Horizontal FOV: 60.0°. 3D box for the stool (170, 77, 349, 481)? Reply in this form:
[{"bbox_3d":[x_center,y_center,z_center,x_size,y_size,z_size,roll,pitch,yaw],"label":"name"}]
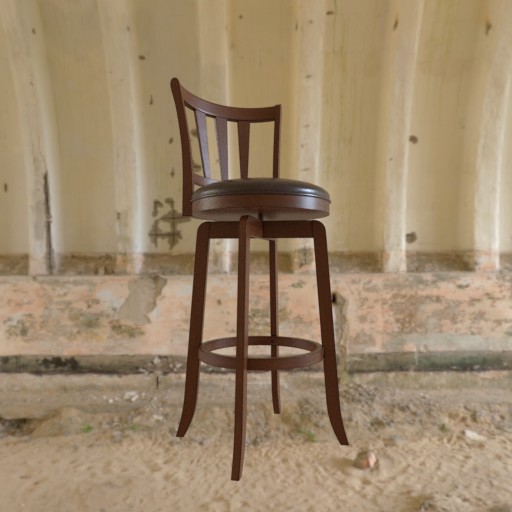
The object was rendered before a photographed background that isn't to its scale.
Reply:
[{"bbox_3d":[0.000,0.000,1.449,0.464,1.177,0.503,1,-1,-34],"label":"stool"}]
